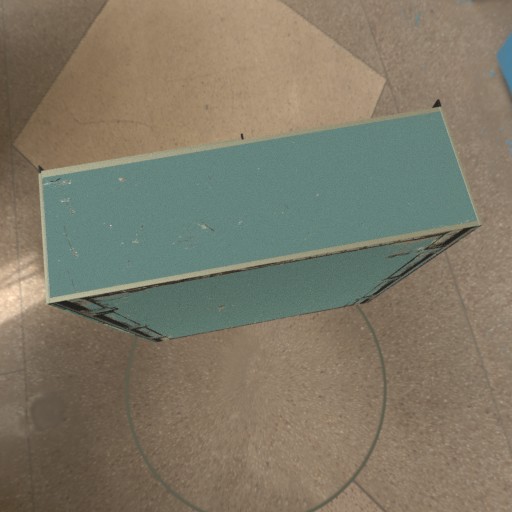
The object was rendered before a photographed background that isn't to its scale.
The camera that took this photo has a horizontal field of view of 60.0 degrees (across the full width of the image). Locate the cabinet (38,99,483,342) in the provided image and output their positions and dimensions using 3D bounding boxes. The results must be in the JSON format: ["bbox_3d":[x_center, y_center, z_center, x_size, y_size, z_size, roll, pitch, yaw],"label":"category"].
[{"bbox_3d":[0.000,0.000,3.124,2.000,2.160,0.680,-10,75,-3],"label":"cabinet"}]
